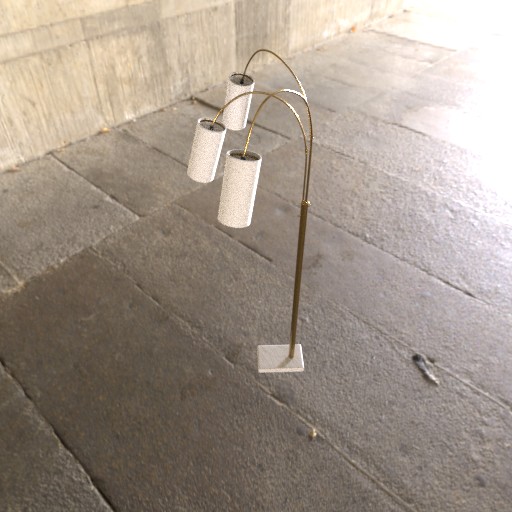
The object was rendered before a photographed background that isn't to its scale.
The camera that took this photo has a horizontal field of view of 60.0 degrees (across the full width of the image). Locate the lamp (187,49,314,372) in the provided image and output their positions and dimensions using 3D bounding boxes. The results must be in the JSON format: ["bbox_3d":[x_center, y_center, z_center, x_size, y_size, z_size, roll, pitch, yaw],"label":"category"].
[{"bbox_3d":[0.000,0.000,2.510,0.667,2.055,1.020,-1,42,-2],"label":"lamp"}]
